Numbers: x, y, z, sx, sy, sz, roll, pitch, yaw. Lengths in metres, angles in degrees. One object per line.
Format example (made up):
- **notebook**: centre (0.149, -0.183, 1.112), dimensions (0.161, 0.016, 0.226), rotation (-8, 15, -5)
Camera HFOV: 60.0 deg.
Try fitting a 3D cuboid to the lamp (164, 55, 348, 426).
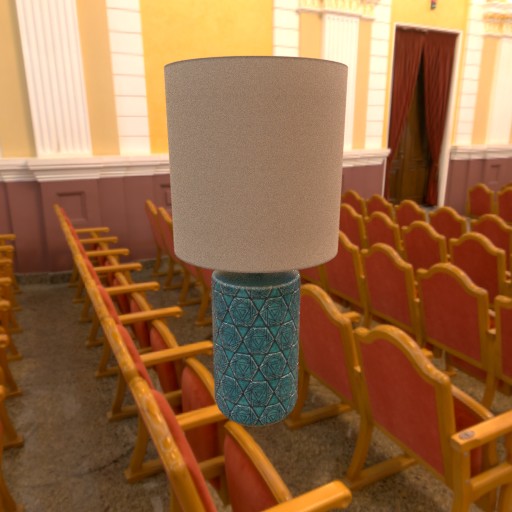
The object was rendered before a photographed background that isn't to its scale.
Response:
- **lamp**: centre (0.000, 0.000, 0.765), dimensions (0.278, 0.597, 0.278), rotation (-8, 18, -26)
